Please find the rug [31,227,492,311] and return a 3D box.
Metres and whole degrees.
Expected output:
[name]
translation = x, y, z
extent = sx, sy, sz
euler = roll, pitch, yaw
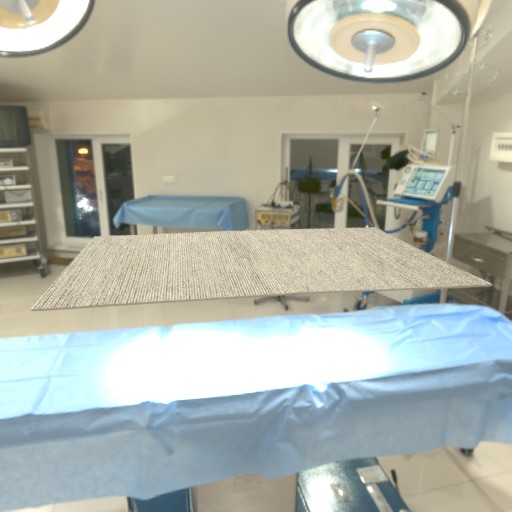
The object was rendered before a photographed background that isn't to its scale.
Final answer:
[rug]
translation = 0.000, 0.000, 2.253
extent = 1.804, 0.022, 1.162
euler = -2, 16, -8
